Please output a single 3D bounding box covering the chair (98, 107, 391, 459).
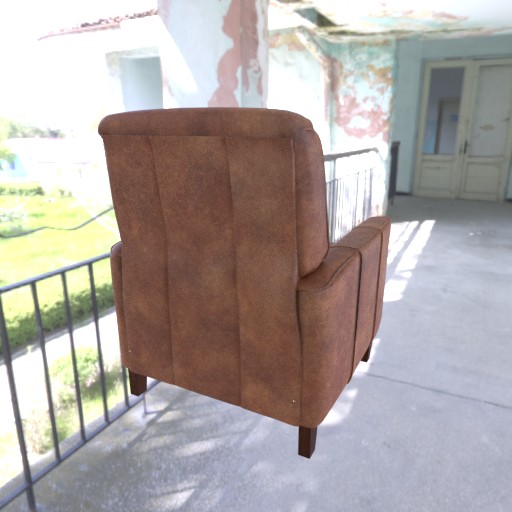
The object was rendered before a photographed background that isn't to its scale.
[{"bbox_3d":[0.000,0.000,1.674,0.843,1.043,0.836,9,19,27],"label":"chair"}]
